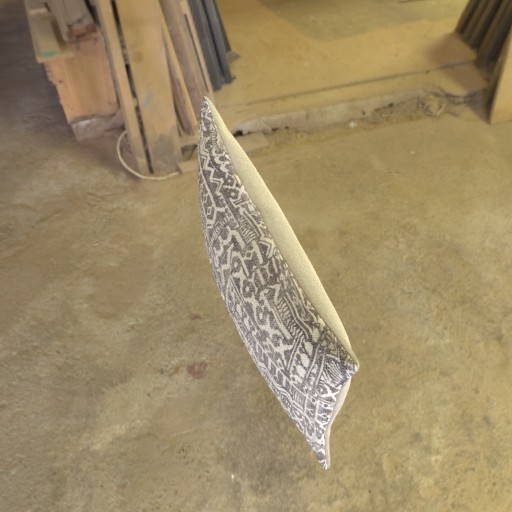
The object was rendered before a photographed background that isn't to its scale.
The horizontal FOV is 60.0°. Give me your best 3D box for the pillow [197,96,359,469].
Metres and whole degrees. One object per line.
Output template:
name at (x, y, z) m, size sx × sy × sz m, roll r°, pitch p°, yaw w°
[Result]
pillow at (0.000, 0.000, 0.752) m, size 0.148 × 0.290 × 0.631 m, roll -14°, pitch 49°, yaw -13°
